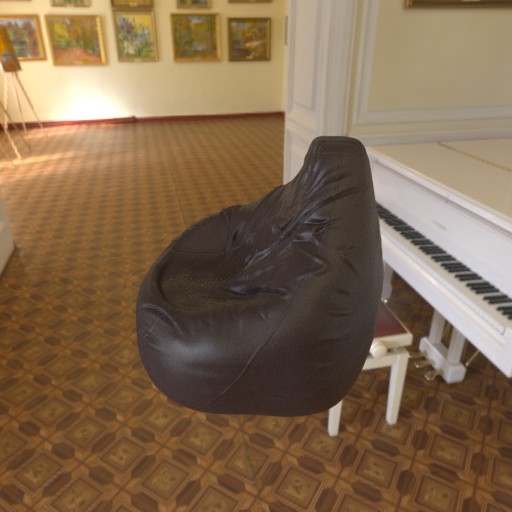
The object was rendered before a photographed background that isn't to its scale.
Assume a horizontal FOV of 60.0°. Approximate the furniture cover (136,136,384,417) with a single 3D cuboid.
[{"bbox_3d":[0.000,0.000,1.895,1.070,0.990,1.070,0,27,-1],"label":"furniture cover"}]
